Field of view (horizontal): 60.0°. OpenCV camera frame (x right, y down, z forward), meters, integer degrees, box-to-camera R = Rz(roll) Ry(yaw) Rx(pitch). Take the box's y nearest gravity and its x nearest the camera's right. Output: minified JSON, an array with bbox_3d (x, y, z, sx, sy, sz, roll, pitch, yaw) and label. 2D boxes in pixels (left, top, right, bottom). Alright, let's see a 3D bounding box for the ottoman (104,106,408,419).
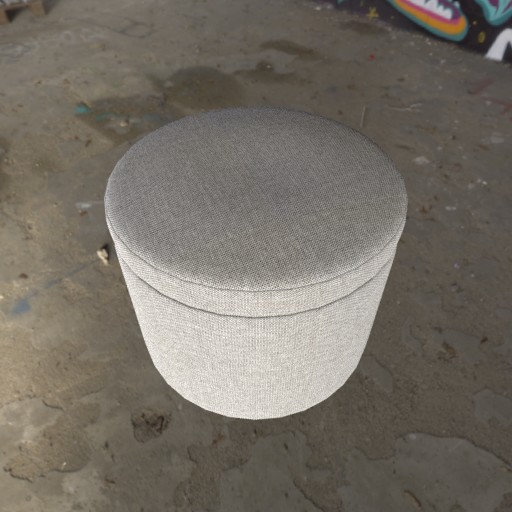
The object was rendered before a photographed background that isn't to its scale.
[{"bbox_3d":[0.000,0.000,0.877,0.500,0.419,0.500,0,46,0],"label":"ottoman"}]
